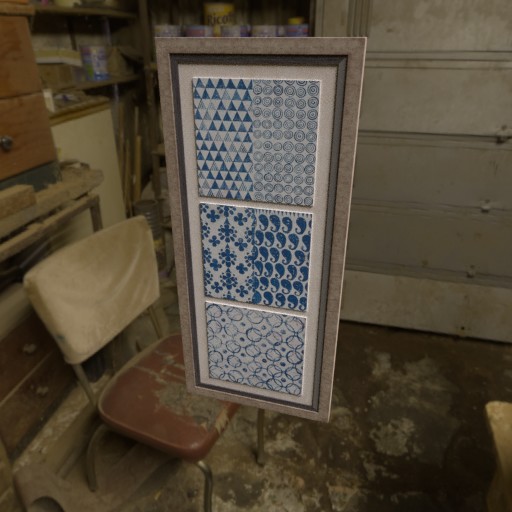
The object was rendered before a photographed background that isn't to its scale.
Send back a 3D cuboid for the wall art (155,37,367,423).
[{"bbox_3d":[0.000,0.000,1.651,0.648,1.461,0.051,7,27,15],"label":"wall art"}]
